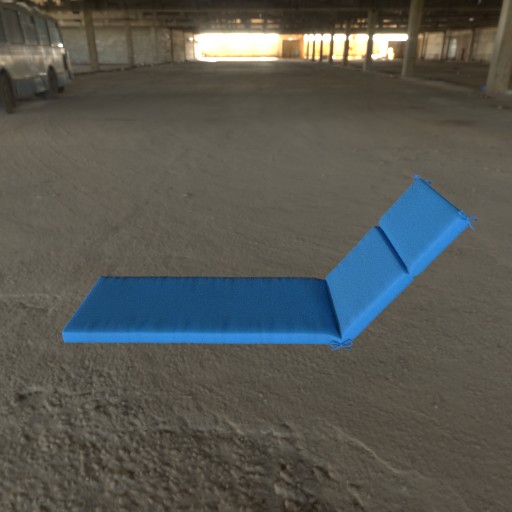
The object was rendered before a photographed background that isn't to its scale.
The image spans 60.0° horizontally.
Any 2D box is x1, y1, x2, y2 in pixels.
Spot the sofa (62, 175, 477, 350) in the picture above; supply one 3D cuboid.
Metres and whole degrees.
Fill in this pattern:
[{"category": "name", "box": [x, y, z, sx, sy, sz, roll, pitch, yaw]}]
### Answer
[{"category": "sofa", "box": [0.000, 0.000, 2.004, 1.663, 0.622, 0.582, 0, 25, 1]}]
